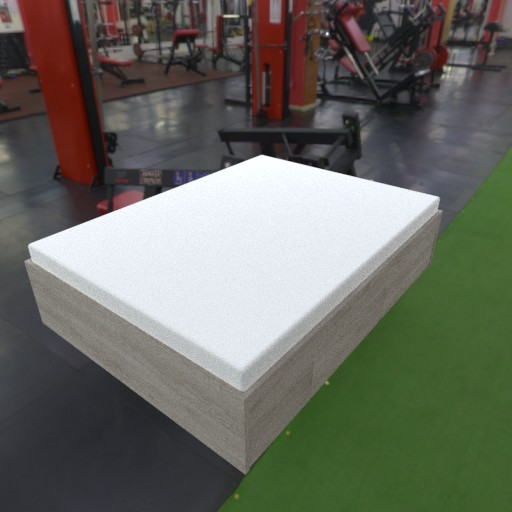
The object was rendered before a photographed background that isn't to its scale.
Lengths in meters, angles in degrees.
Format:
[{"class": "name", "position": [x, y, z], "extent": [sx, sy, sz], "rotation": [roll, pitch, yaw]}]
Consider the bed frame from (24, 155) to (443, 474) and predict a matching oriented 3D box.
[{"class": "bed frame", "position": [0.000, 0.000, 2.582], "extent": [1.448, 0.490, 1.944], "rotation": [22, 36, 33]}]
